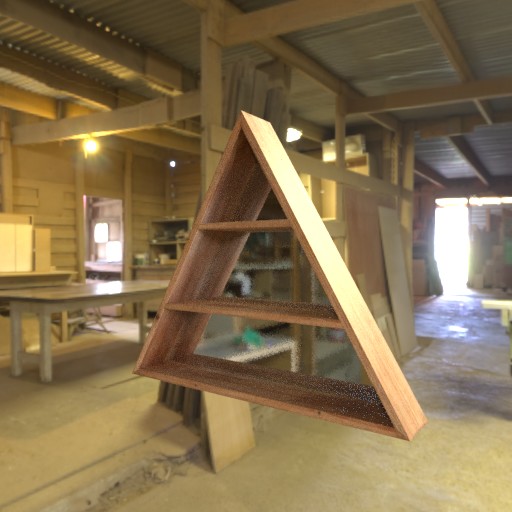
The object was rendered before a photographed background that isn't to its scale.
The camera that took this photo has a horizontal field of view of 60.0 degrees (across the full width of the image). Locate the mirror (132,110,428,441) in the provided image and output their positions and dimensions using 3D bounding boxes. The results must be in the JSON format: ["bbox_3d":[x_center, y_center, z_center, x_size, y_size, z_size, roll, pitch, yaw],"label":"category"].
[{"bbox_3d":[0.000,0.000,0.876,0.631,0.548,0.100,1,1,35],"label":"mirror"}]
